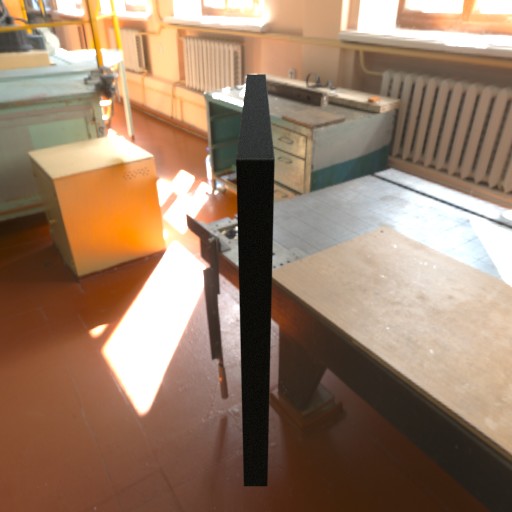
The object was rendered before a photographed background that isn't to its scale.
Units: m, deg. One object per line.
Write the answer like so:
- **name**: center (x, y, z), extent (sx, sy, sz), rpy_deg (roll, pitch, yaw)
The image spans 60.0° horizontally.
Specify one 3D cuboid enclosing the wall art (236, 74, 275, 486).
- **wall art**: center (0.000, 0.000, 0.755), extent (0.036, 0.506, 0.506), rpy_deg (0, 31, 0)
